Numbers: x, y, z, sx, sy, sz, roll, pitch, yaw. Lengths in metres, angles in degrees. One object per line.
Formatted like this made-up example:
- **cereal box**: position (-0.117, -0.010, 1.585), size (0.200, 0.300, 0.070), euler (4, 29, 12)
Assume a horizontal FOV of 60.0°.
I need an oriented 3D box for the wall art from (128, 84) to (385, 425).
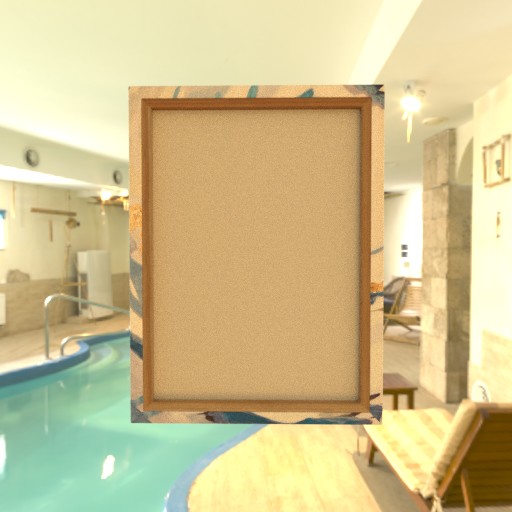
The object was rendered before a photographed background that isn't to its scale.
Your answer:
- **wall art**: position (0.000, 0.000, 1.343), size (0.761, 1.015, 0.038), euler (0, 1, 1)
